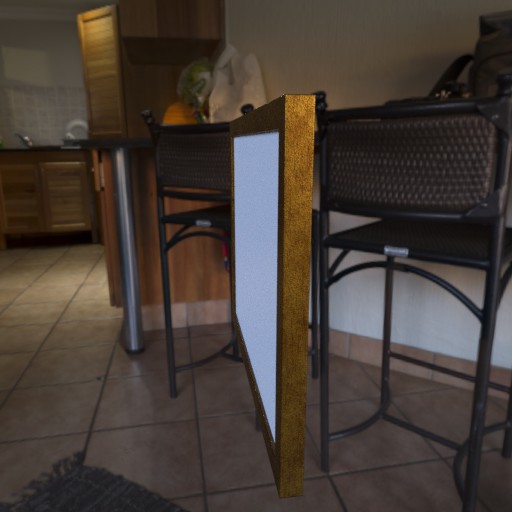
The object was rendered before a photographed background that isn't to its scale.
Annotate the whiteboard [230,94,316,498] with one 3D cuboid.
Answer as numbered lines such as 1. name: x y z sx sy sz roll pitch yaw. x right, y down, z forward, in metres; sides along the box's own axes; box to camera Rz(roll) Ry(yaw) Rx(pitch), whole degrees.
1. whiteboard: 0.000 0.000 0.745 0.029 0.457 0.561 -2 14 -8
